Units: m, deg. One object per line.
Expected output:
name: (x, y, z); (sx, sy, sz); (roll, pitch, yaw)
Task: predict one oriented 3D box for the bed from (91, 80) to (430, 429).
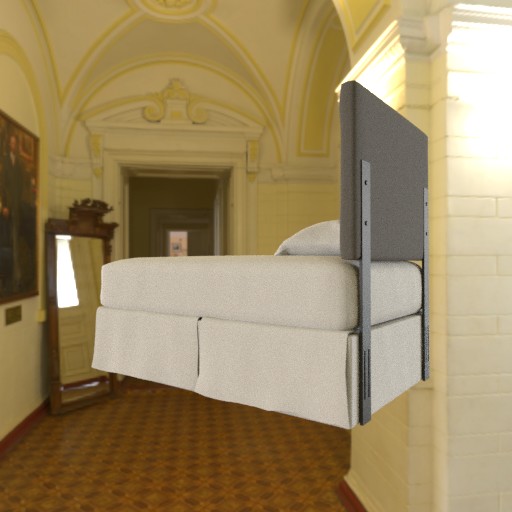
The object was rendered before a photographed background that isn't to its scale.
bed: (0.000, 0.000, 3.016); (1.997, 1.571, 1.261); (-1, -1, 37)
